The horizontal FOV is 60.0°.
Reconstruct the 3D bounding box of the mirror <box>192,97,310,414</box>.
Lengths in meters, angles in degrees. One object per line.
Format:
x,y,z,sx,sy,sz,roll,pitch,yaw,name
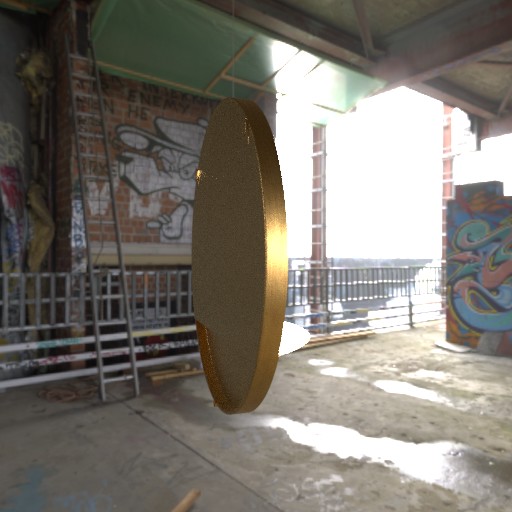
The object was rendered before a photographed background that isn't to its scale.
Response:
0.000,0.000,0.693,0.133,0.457,0.457,0,0,-18,mirror
